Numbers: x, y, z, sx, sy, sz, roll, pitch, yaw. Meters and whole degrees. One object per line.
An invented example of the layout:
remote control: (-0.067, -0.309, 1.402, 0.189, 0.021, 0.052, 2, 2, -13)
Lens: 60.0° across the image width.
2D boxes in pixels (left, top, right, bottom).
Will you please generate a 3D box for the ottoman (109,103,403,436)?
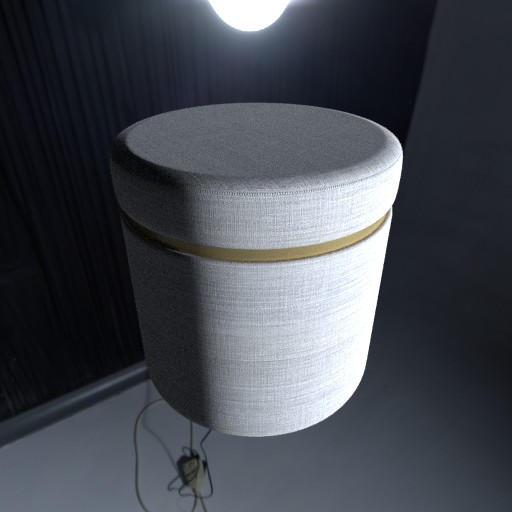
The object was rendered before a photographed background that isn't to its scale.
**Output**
ottoman: (0.000, 0.000, 0.720, 0.400, 0.406, 0.400, 0, 31, 0)
